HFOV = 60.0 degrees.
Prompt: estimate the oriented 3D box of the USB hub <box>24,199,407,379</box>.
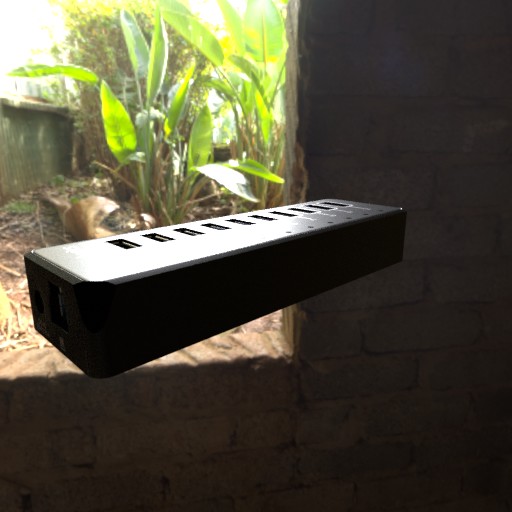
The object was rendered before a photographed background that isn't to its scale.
[{"bbox_3d":[0.000,0.000,0.162,0.145,0.023,0.044,-15,22,-42],"label":"USB hub"}]
